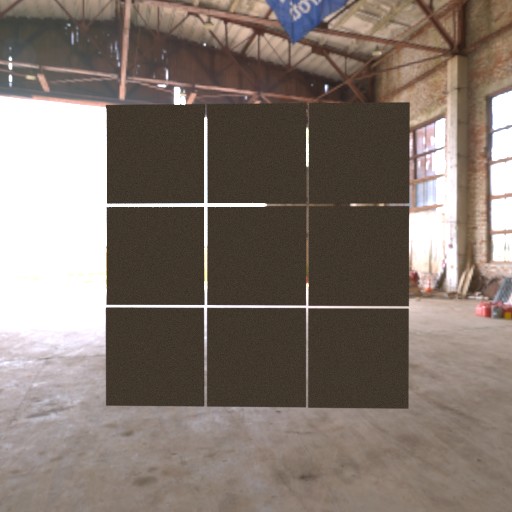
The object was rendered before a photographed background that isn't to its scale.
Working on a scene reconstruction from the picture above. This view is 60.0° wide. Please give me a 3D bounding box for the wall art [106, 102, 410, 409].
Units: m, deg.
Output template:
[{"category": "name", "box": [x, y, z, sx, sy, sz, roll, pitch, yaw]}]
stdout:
[{"category": "wall art", "box": [0.000, 0.000, 1.780, 1.216, 1.216, 0.013, 0, 1, 1]}]
